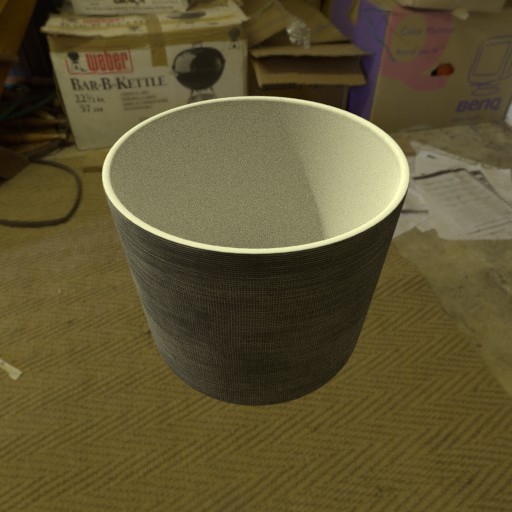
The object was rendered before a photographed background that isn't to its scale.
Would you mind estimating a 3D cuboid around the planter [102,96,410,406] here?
[{"bbox_3d":[0.000,0.000,0.784,0.440,0.398,0.440,0,42,0],"label":"planter"}]
